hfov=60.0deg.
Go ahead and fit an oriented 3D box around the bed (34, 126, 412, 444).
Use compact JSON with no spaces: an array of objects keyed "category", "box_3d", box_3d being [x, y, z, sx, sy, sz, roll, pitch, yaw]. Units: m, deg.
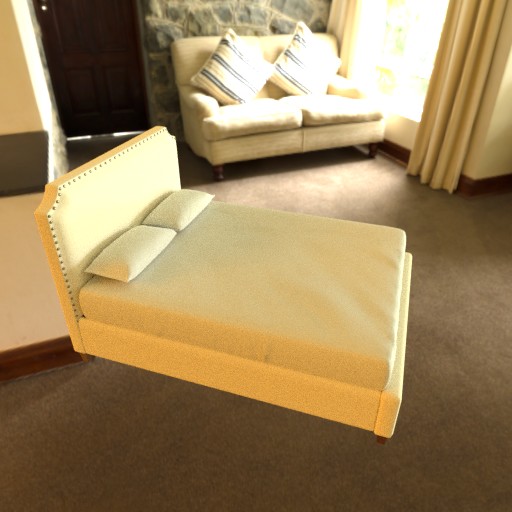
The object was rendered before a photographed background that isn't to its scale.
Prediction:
[{"category":"bed","box_3d":[0.000,0.000,3.398,2.329,1.415,1.703,10,33,16]}]
